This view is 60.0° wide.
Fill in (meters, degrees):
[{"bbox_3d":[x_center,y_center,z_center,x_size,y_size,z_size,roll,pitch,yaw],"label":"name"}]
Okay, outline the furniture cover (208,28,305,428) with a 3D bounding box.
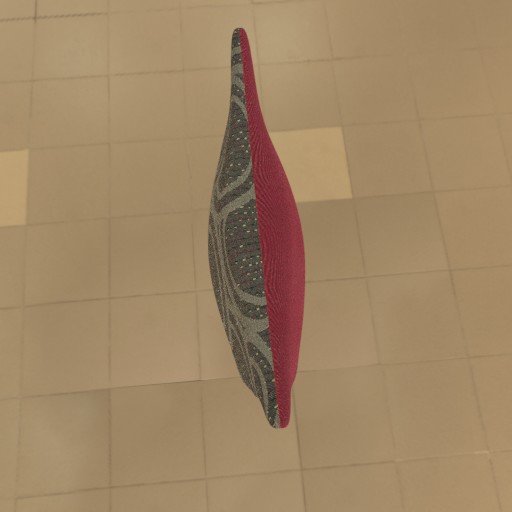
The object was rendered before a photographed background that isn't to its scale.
[{"bbox_3d":[0.000,0.000,0.777,0.163,0.513,0.514,-5,75,-1],"label":"furniture cover"}]
